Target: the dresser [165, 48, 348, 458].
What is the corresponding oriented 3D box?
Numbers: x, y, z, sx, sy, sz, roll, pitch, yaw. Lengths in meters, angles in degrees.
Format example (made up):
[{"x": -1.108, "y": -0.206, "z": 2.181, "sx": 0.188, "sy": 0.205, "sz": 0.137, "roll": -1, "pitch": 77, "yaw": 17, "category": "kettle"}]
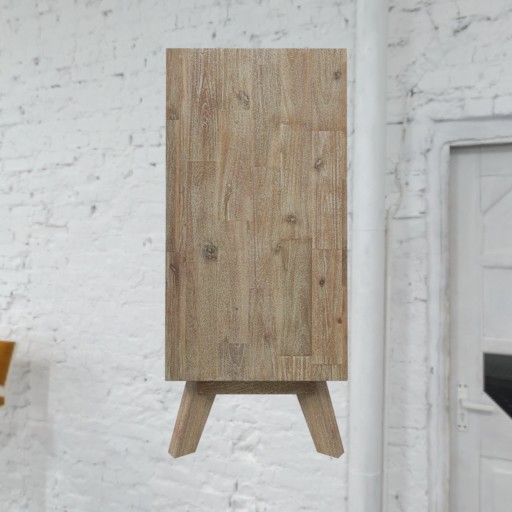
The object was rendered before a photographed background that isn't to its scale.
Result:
[{"x": 0.000, "y": 0.000, "z": 1.604, "sx": 0.455, "sy": 1.029, "sz": 0.998, "roll": 0, "pitch": -1, "yaw": 0, "category": "dresser"}]
